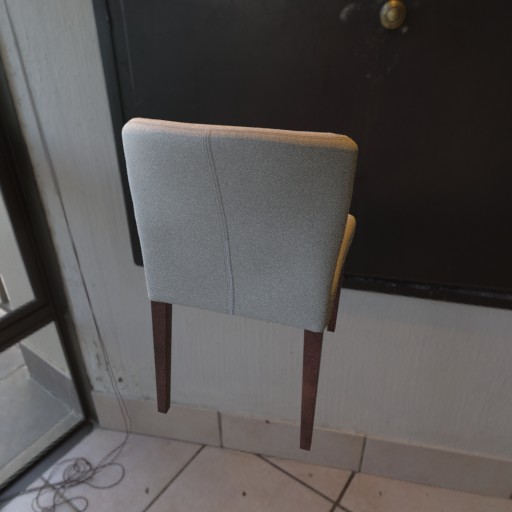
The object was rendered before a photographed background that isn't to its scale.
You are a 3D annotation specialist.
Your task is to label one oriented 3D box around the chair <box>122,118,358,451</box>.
[{"bbox_3d":[0.000,0.000,1.205,0.491,0.839,0.592,9,32,14],"label":"chair"}]
